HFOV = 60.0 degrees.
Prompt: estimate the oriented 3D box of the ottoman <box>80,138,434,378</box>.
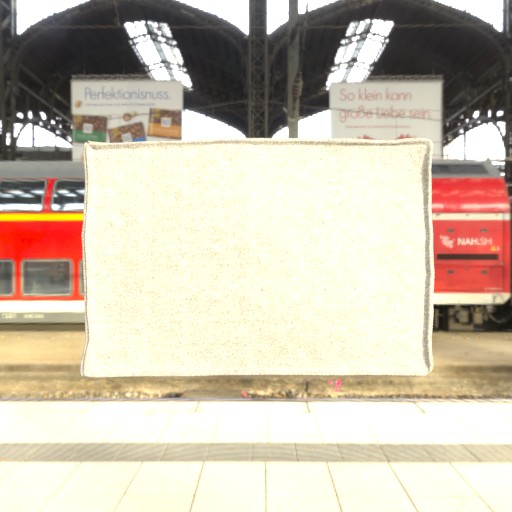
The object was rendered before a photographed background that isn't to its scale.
[{"bbox_3d":[0.000,0.000,1.167,0.707,0.470,0.696,0,0,-1],"label":"ottoman"}]
